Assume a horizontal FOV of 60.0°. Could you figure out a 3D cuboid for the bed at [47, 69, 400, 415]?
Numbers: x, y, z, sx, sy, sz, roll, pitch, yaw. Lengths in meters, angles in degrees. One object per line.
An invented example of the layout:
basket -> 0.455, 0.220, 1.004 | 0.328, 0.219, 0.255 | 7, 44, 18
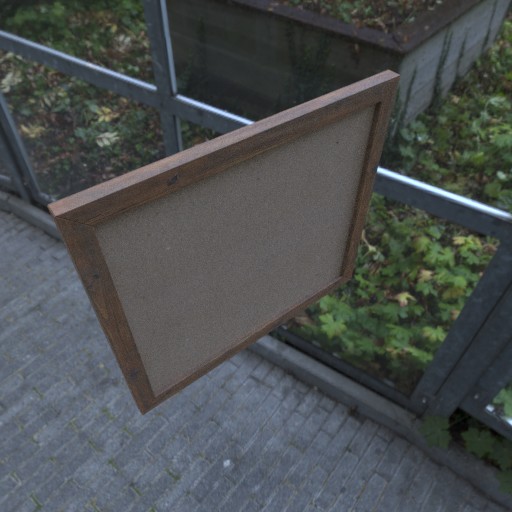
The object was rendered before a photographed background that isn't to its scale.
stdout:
bed -> 0.000, 0.000, 1.458 | 1.046, 0.942, 0.046 | -29, 53, -24
